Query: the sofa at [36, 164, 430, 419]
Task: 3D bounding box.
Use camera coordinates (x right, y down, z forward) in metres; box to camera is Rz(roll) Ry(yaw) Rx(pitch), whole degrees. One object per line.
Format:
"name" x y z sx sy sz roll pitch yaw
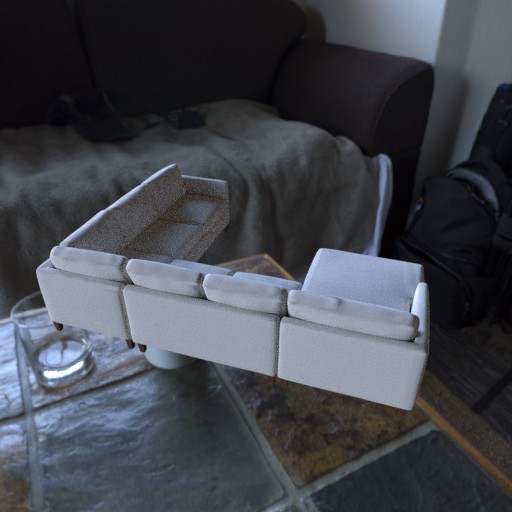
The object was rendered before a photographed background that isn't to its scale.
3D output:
"sofa" 0.000 0.000 4.742 3.459 0.956 2.593 10 33 16
